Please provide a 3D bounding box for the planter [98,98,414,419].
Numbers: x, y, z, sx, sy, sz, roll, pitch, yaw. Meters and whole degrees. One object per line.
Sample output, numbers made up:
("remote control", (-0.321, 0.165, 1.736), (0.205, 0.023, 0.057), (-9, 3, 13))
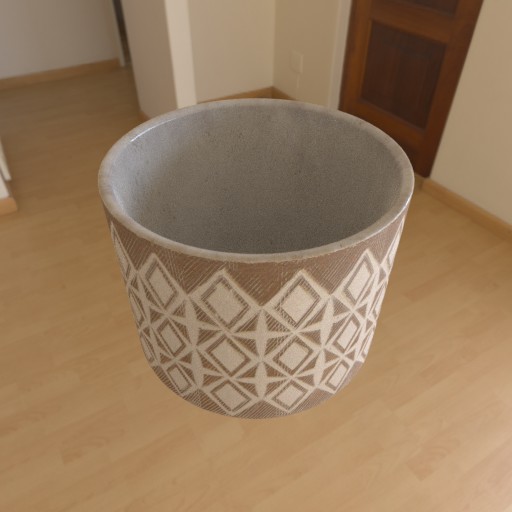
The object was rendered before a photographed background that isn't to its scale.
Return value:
("planter", (0.000, 0.000, 0.333), (0.193, 0.165, 0.193), (0, 41, 0))
